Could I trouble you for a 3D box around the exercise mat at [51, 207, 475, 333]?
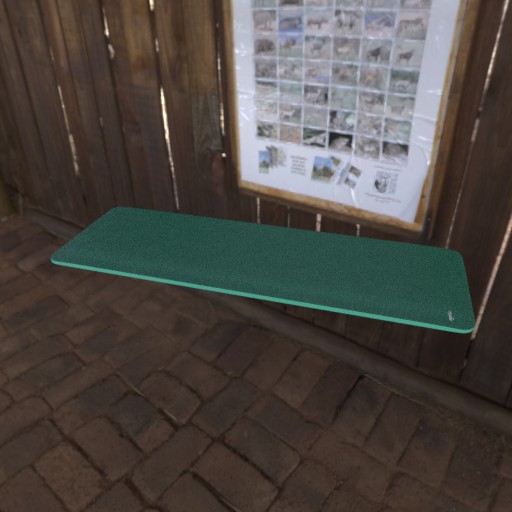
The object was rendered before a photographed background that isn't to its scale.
[{"bbox_3d":[0.000,0.000,2.092,1.869,0.021,0.616,8,32,14],"label":"exercise mat"}]
